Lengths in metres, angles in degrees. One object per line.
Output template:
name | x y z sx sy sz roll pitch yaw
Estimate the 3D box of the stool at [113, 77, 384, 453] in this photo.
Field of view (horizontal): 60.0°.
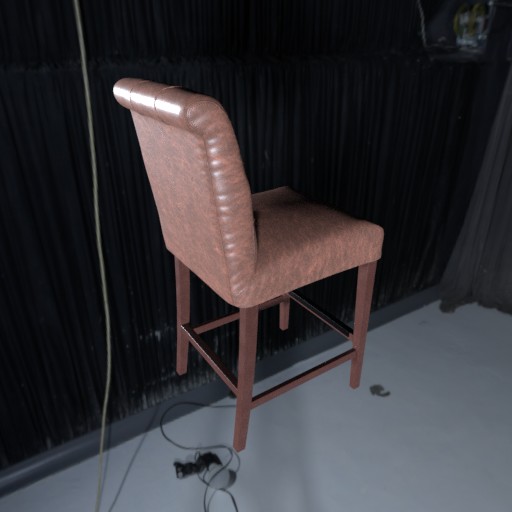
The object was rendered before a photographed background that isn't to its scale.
stool | 0.000 0.000 1.439 0.660 1.084 0.486 -17 32 -30
